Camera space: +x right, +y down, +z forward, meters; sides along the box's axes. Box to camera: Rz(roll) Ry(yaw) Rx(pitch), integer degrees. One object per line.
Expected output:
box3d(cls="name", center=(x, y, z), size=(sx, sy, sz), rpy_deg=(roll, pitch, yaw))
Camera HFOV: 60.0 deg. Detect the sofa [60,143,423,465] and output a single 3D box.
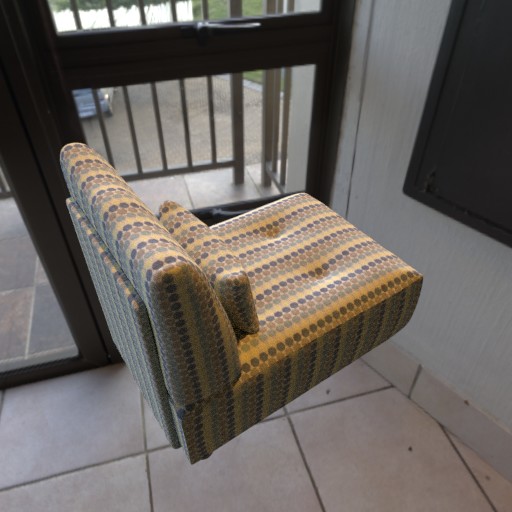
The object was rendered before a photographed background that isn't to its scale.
box3d(cls="sofa", center=(0.000, 0.000, 1.529), size=(1.000, 0.820, 0.700), rpy_deg=(-24, 46, -25))
